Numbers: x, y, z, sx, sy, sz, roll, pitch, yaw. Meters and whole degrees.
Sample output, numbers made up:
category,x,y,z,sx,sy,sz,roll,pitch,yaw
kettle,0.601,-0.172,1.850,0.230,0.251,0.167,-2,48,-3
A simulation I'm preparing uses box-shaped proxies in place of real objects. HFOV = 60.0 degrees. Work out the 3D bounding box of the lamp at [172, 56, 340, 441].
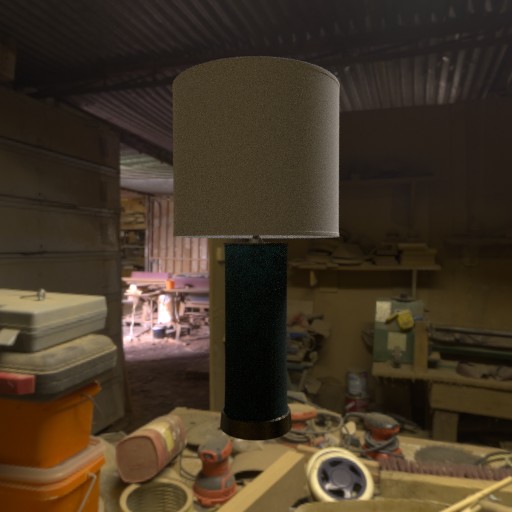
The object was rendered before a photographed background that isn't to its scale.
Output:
category,x,y,z,sx,sy,sz,roll,pitch,yaw
lamp,0.000,0.000,0.818,0.301,0.630,0.301,0,2,18
